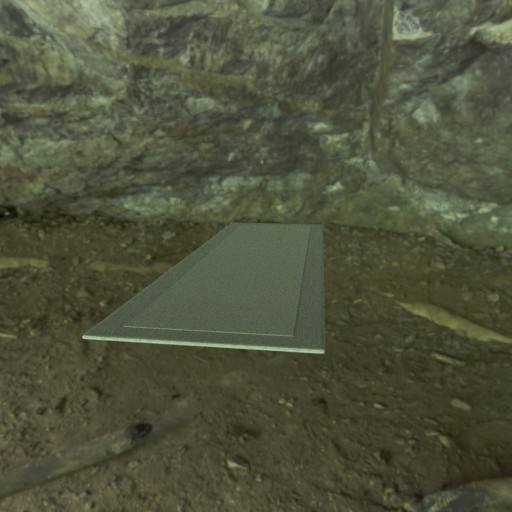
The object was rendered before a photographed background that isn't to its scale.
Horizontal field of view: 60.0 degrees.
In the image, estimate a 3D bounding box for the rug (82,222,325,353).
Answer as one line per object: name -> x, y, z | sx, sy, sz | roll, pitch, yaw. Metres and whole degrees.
rug -> 0.000, 0.000, 2.513 | 0.759, 0.012, 2.430 | 2, 13, 8
